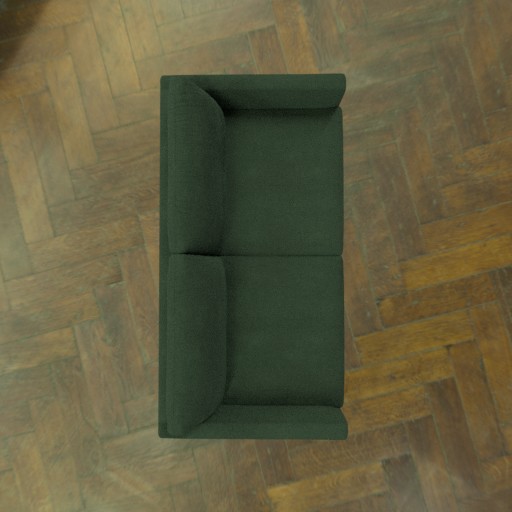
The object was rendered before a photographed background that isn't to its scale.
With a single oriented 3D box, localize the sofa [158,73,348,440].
[{"bbox_3d":[0.000,0.000,2.203,0.875,0.817,1.676,0,88,1],"label":"sofa"}]
